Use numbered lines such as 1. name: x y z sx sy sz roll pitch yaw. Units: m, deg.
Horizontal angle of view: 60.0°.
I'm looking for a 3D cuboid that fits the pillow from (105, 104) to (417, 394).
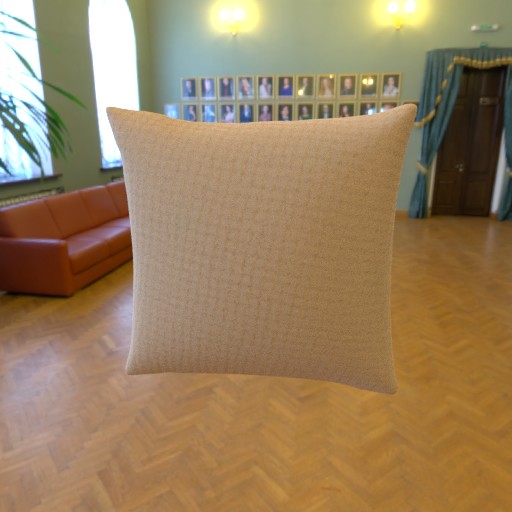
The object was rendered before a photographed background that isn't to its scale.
1. pillow: 0.000 0.000 0.629 0.419 0.407 0.173 2 15 8
